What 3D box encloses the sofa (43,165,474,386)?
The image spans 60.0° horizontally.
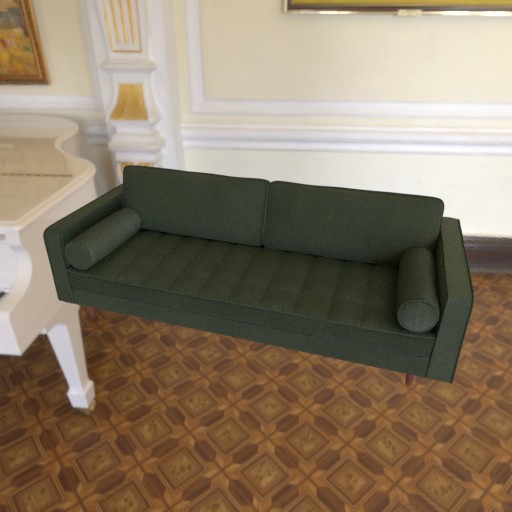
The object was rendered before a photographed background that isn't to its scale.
[{"bbox_3d":[0.000,0.000,2.572,2.199,0.769,0.918,9,30,16],"label":"sofa"}]
